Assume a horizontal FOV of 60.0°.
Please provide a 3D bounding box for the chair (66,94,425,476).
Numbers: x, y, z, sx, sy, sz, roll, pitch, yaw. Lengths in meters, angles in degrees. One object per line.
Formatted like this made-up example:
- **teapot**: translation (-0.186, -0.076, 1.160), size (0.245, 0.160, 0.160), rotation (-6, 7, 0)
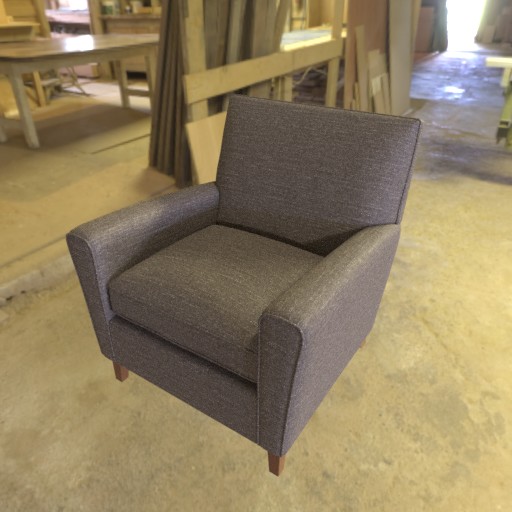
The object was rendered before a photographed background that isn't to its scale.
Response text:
- **chair**: translation (0.000, 0.000, 1.547), size (0.838, 0.885, 0.875), rotation (19, 35, 28)
